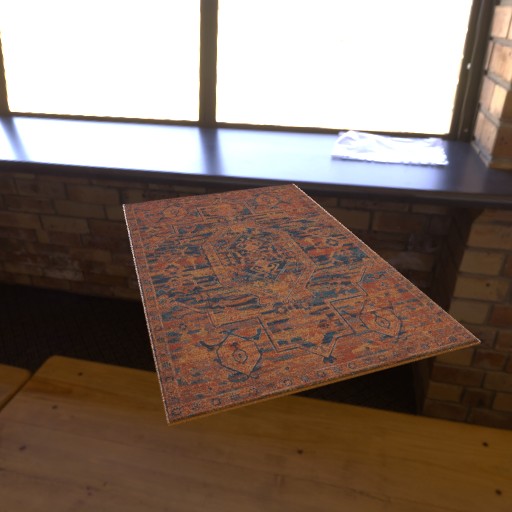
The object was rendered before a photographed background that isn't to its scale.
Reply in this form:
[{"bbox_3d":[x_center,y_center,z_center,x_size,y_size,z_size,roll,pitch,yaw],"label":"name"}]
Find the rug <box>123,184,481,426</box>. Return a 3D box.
[{"bbox_3d":[0.000,0.000,2.186,1.148,0.013,1.758,-10,31,-16],"label":"rug"}]
